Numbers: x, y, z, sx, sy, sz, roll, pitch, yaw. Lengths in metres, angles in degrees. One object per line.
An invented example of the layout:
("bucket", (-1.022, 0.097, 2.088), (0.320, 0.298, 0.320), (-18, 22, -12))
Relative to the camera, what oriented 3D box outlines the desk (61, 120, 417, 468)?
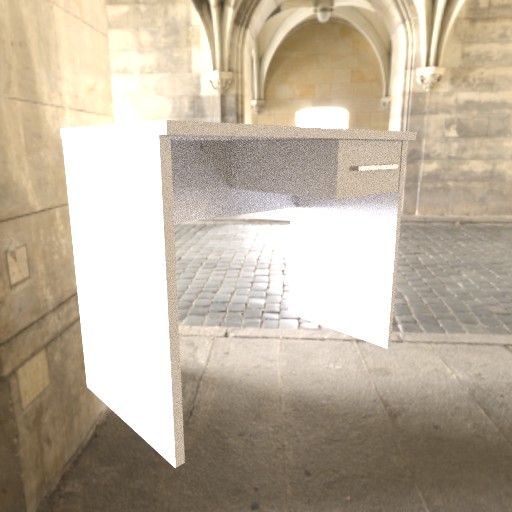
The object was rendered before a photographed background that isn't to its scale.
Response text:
("desk", (0.000, 0.000, 1.338), (0.900, 0.729, 0.498), (-13, 19, -42))
